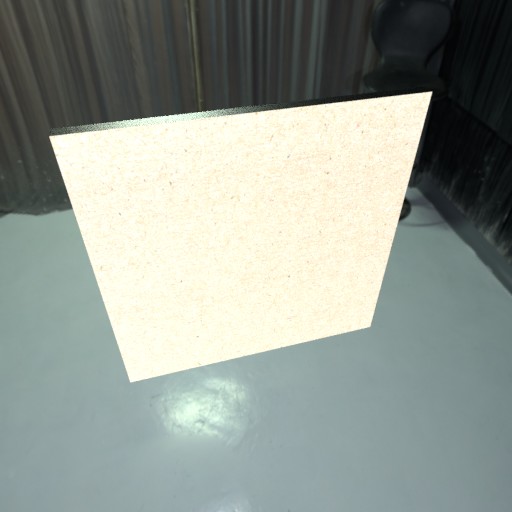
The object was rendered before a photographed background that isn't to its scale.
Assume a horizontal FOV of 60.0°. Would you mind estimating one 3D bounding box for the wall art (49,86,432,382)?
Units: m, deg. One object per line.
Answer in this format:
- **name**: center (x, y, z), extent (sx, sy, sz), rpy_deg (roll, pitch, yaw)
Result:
- **wall art**: center (0.000, 0.000, 1.134), extent (0.773, 0.775, 0.031), rpy_deg (-11, 42, -12)
